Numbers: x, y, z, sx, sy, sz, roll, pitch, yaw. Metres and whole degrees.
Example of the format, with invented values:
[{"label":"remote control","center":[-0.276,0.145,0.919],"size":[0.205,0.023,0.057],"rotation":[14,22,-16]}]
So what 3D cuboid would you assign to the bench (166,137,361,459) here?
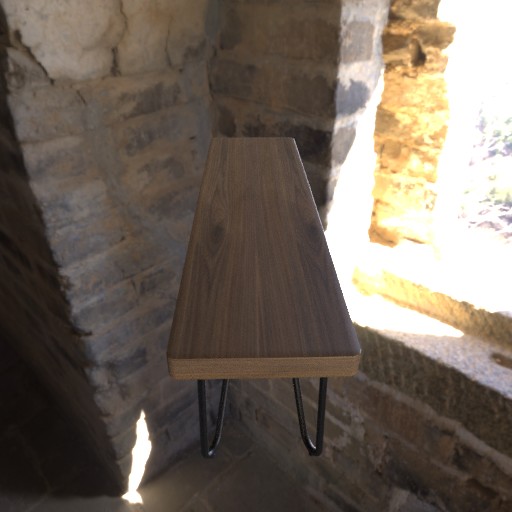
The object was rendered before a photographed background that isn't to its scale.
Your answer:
[{"label":"bench","center":[0.000,0.000,1.727],"size":[0.425,0.462,1.570],"rotation":[-1,32,-1]}]
